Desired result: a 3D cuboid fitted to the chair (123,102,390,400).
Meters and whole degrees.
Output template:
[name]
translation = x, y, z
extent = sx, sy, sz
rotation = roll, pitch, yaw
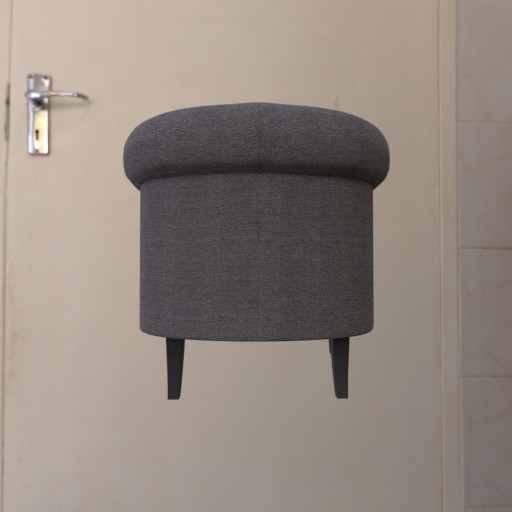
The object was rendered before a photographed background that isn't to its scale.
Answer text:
[chair]
translation = 0.000, 0.000, 1.550
extent = 0.905, 0.827, 0.852
rotation = 0, -1, -1
